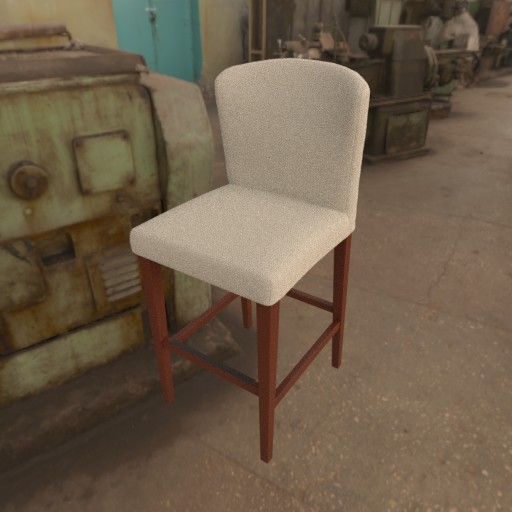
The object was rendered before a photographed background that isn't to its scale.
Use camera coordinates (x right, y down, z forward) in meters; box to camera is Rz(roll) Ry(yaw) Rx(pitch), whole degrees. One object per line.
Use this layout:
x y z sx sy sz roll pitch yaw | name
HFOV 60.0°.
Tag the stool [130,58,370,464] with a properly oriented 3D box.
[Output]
0.000 0.000 1.364 0.481 1.069 0.568 19 35 29 | stool
